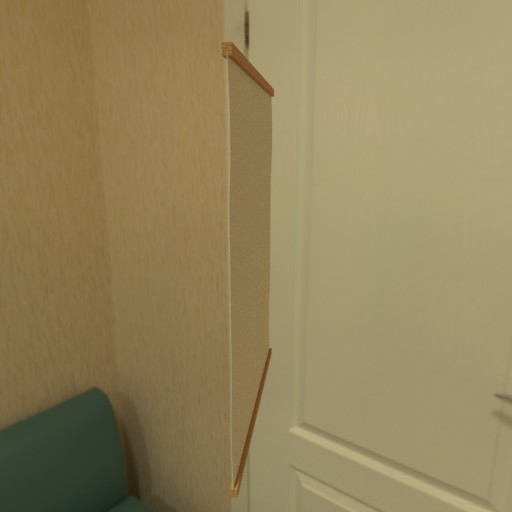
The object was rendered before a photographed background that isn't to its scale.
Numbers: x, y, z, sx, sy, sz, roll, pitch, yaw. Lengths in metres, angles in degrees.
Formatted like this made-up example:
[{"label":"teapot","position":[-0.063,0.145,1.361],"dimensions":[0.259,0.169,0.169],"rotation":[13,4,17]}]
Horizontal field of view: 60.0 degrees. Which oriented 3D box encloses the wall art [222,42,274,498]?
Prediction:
[{"label":"wall art","position":[0.000,0.000,0.786],"dimensions":[0.011,0.605,0.458],"rotation":[2,14,8]}]
